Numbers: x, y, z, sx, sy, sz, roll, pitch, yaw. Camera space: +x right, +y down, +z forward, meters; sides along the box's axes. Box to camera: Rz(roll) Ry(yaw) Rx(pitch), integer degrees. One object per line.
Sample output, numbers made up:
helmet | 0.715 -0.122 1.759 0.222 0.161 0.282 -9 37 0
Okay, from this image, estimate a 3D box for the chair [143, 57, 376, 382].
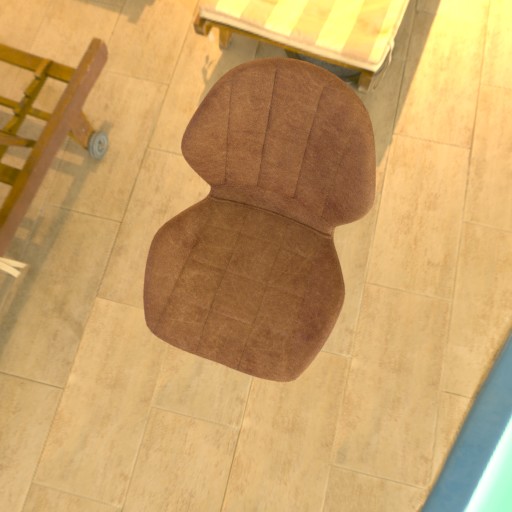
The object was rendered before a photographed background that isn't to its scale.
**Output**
chair | 0.000 0.000 1.283 0.527 0.929 0.640 19 76 5
